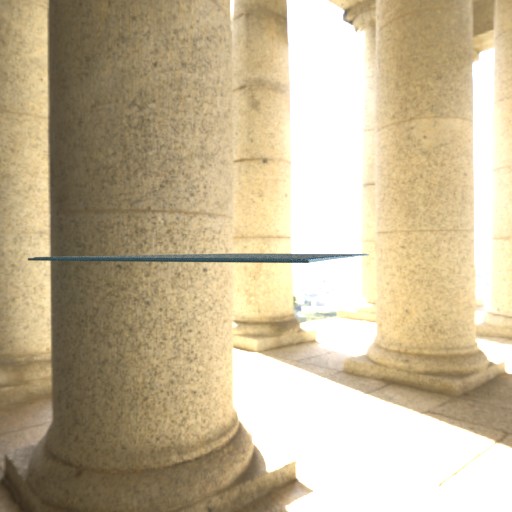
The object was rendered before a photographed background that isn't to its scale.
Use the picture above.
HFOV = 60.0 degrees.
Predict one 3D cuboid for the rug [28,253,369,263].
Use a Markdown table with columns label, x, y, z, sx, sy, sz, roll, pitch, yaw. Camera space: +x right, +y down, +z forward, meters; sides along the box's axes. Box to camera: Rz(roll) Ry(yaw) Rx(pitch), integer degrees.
| label | x | y | z | sx | sy | sz | roll | pitch | yaw |
| --- | --- | --- | --- | --- | --- | --- | --- | --- | --- |
| rug | 0.000 | 0.000 | 1.413 | 0.604 | 0.007 | 1.219 | 0 | 1 | 19 |
